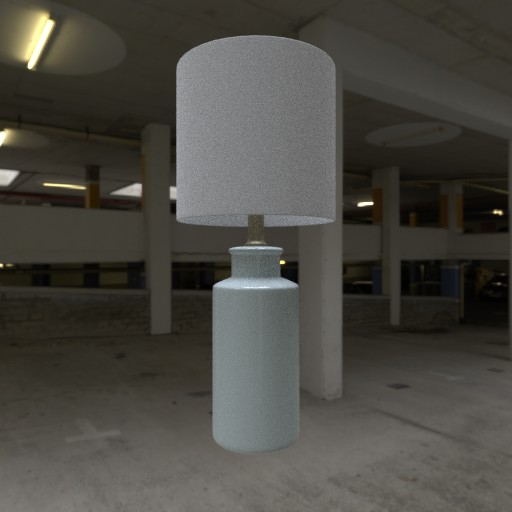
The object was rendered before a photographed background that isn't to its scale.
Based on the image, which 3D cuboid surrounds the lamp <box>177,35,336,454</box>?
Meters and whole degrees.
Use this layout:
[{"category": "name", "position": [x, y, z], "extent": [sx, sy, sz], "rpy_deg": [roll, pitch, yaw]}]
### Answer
[{"category": "lamp", "position": [0.000, 0.000, 0.601], "extent": [0.212, 0.493, 0.212], "rpy_deg": [0, 0, -35]}]
